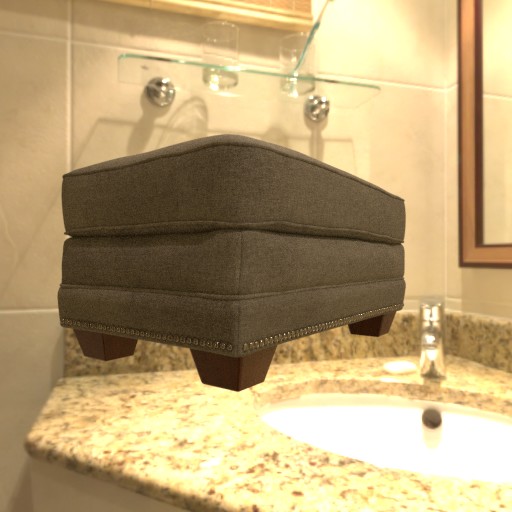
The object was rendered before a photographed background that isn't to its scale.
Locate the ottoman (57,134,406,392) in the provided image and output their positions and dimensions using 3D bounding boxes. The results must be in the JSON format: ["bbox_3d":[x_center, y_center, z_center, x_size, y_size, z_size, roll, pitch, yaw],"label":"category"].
[{"bbox_3d":[0.000,0.000,1.156,0.561,0.457,0.813,0,0,36],"label":"ottoman"}]
